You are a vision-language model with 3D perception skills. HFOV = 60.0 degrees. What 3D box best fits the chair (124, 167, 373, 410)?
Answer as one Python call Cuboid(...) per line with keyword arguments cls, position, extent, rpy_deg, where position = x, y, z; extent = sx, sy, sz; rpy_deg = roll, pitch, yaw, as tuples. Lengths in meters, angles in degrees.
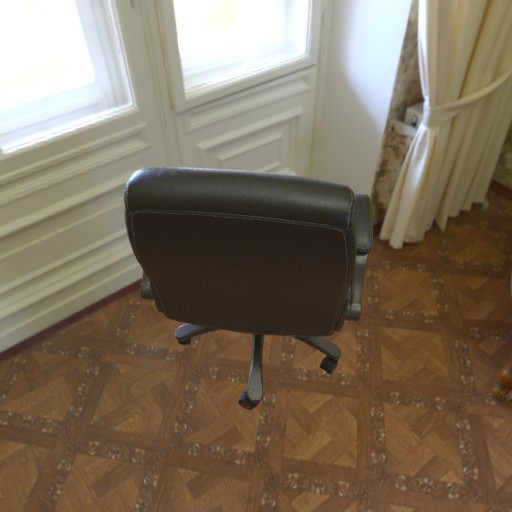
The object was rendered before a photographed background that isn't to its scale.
Cuboid(cls="chair", position=(0.000, 0.000, 1.612), extent=(0.782, 1.110, 0.724), rpy_deg=(5, 46, 5))
